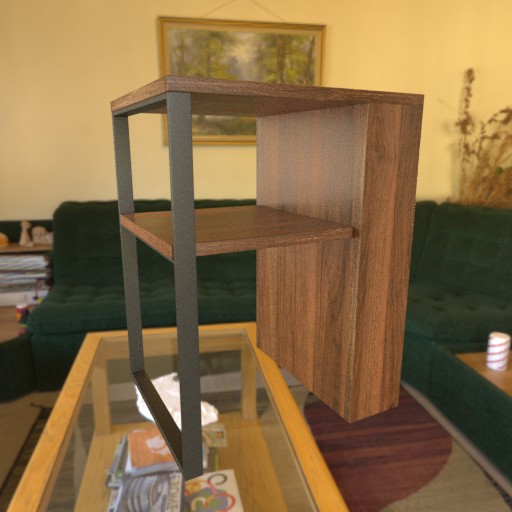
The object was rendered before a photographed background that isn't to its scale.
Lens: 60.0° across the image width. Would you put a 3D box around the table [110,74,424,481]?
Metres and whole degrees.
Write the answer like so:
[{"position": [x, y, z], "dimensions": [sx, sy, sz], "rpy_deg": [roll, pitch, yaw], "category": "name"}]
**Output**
[{"position": [0.000, 0.000, 1.545], "dimensions": [0.786, 1.041, 0.660], "rpy_deg": [-7, 15, -27], "category": "table"}]
